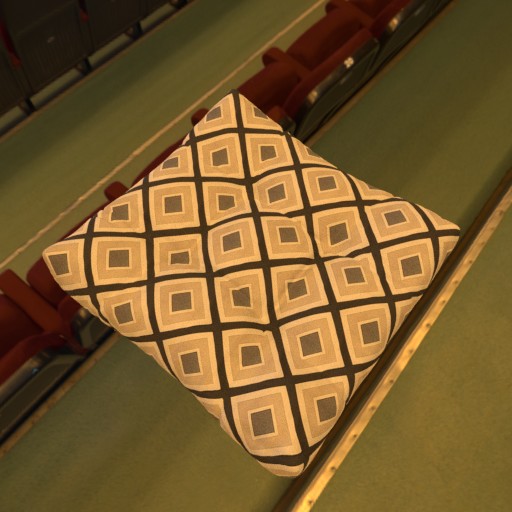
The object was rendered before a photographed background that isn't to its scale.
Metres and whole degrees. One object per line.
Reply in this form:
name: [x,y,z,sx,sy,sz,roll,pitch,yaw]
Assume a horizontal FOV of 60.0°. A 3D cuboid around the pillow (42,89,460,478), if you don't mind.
pillow: [0.000,0.000,0.717,0.490,0.128,0.468,36,69,16]
